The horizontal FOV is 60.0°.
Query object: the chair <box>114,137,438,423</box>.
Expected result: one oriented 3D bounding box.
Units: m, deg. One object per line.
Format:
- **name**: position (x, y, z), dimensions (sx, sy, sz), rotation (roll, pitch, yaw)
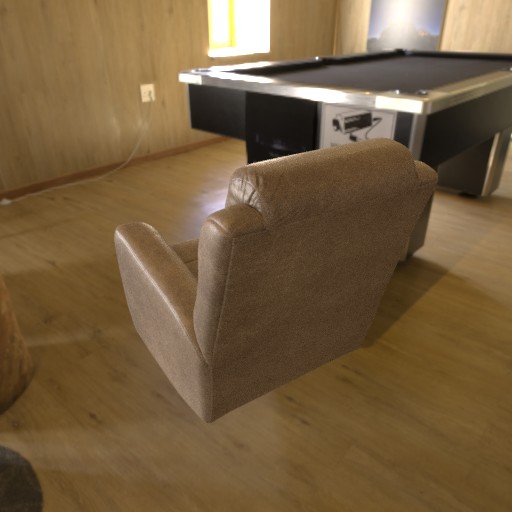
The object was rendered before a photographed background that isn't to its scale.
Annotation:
- **chair**: position (0.000, 0.000, 1.937), dimensions (0.965, 1.116, 1.068), rotation (-18, 33, -29)
